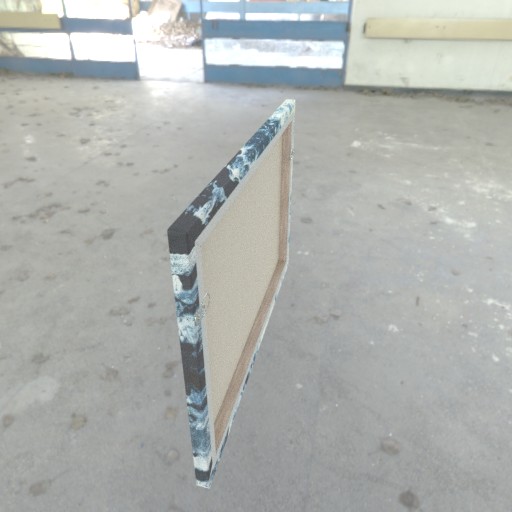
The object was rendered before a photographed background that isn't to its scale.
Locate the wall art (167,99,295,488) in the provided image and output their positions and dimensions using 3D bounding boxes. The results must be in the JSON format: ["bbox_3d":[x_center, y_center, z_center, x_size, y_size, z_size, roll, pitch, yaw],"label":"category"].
[{"bbox_3d":[0.000,0.000,1.931,0.055,1.017,1.524,7,32,12],"label":"wall art"}]
